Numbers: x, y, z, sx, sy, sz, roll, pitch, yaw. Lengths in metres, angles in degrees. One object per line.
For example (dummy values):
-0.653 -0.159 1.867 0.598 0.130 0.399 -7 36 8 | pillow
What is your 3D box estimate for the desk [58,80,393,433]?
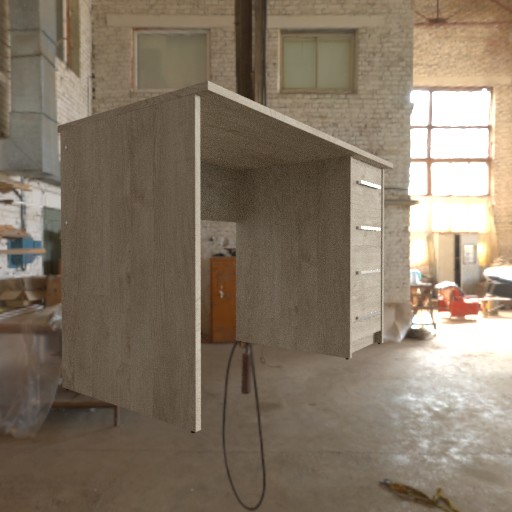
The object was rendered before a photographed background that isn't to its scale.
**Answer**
0.000 0.000 1.507 0.560 0.730 1.096 1 1 36 | desk
